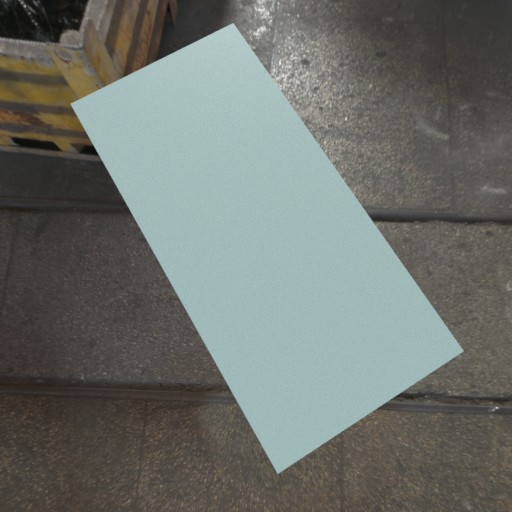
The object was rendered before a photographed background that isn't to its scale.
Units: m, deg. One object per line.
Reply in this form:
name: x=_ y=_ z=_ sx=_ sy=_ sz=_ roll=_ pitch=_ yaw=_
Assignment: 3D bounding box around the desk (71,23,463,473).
desk: x=0.000 y=0.000 z=1.482 sx=0.525 sy=0.780 sz=1.057 roll=-30 pitch=77 yaw=-7
